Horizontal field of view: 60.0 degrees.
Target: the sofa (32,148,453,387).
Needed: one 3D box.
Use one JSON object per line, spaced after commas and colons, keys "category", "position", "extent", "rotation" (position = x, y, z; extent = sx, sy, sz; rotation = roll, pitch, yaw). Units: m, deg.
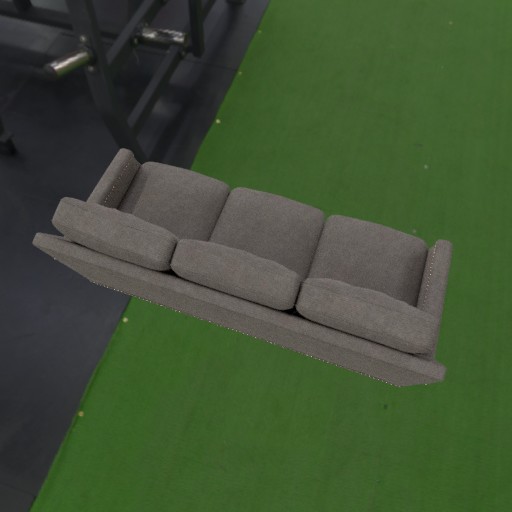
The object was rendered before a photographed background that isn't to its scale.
{"category": "sofa", "position": [0.000, 0.000, 2.764], "extent": [2.226, 1.042, 1.034], "rotation": [17, 64, 9]}
